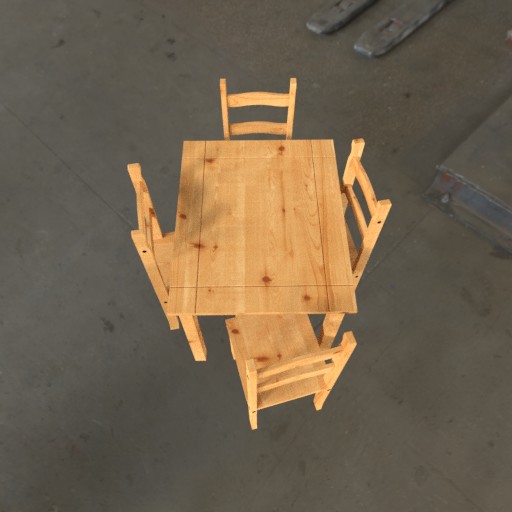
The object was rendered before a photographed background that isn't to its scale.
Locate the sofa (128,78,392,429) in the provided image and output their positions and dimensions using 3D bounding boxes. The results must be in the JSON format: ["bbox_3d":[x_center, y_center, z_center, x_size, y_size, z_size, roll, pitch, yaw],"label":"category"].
[{"bbox_3d":[0.000,0.000,2.295,1.144,1.000,1.529,-1,59,0],"label":"sofa"}]
